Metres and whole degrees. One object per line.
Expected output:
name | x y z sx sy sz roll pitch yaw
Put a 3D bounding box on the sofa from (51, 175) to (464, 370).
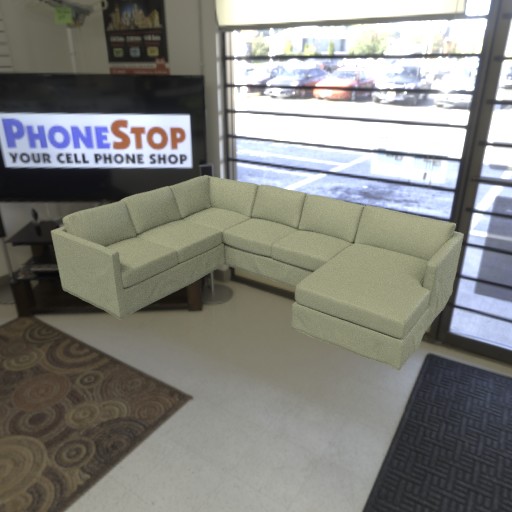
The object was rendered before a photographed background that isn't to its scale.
sofa | 0.000 0.000 4.573 3.460 0.882 2.427 17 29 33
